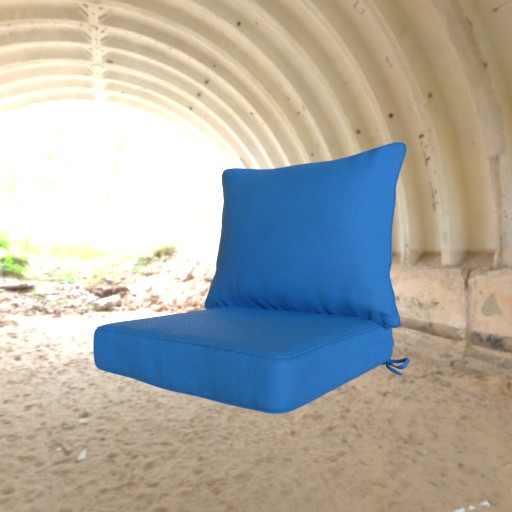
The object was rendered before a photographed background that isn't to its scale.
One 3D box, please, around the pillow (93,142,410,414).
[{"bbox_3d":[0.000,0.000,1.392,0.798,0.725,0.733,0,0,37],"label":"pillow"}]
